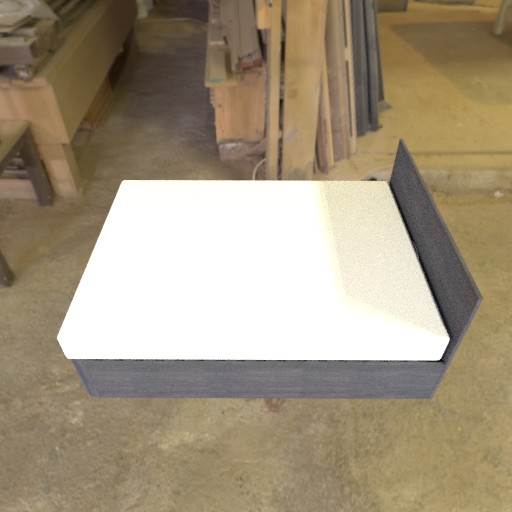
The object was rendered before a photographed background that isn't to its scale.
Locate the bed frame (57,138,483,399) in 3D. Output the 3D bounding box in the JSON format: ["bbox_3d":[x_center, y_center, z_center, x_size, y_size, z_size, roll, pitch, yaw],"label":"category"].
[{"bbox_3d":[0.000,0.000,2.635,1.900,0.800,1.400,0,42,0],"label":"bed frame"}]
